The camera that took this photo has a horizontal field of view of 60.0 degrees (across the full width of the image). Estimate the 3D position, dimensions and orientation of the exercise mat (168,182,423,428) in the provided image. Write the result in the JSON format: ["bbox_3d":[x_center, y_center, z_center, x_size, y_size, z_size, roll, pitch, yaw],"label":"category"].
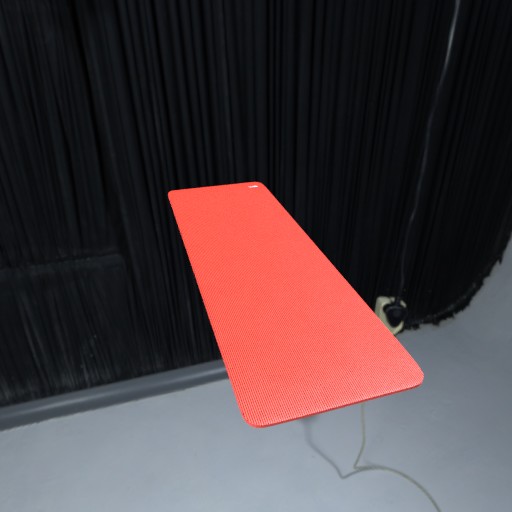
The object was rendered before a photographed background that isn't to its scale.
[{"bbox_3d":[0.000,0.000,2.114,0.616,0.021,1.869,-9,32,-14],"label":"exercise mat"}]
